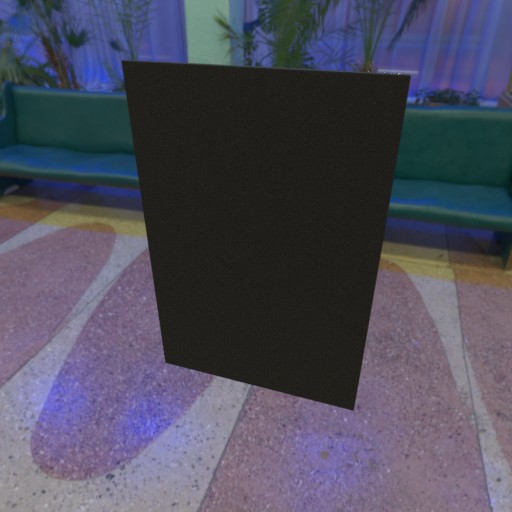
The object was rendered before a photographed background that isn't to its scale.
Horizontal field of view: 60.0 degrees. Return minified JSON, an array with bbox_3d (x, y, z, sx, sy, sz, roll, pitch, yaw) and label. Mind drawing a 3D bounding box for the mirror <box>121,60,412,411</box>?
[{"bbox_3d":[0.000,0.000,1.147,0.613,0.914,0.039,10,33,16],"label":"mirror"}]
